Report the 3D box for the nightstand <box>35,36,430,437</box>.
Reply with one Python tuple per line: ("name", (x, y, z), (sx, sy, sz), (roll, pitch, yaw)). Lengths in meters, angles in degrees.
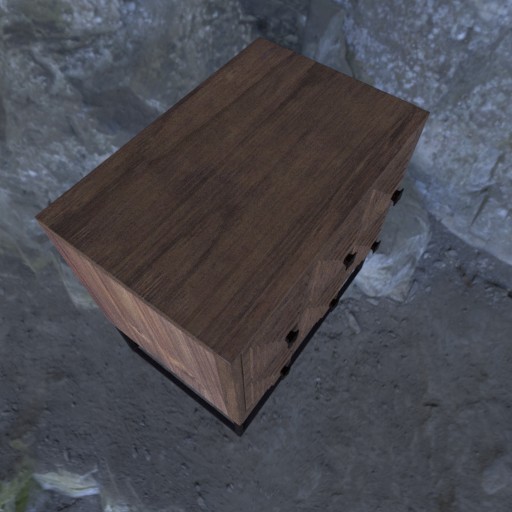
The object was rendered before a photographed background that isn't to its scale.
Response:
("nightstand", (0.000, 0.000, 1.030), (0.437, 0.610, 0.610), (32, 64, 18))
